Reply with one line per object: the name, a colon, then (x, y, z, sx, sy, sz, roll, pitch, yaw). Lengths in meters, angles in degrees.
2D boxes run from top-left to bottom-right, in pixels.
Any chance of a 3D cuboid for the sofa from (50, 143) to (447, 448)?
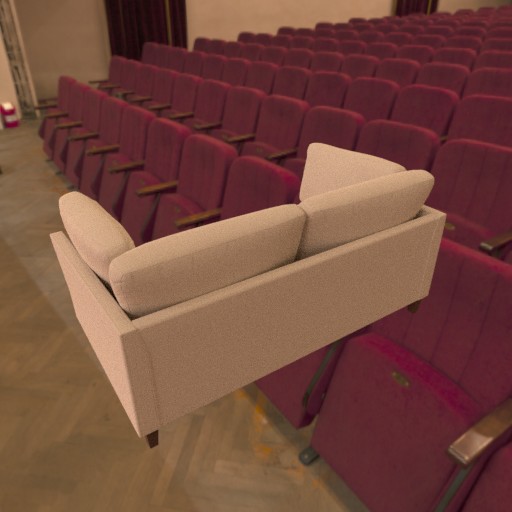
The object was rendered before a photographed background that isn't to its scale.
sofa: (0.000, 0.000, 2.313, 1.776, 0.836, 0.970, -18, 34, -29)
